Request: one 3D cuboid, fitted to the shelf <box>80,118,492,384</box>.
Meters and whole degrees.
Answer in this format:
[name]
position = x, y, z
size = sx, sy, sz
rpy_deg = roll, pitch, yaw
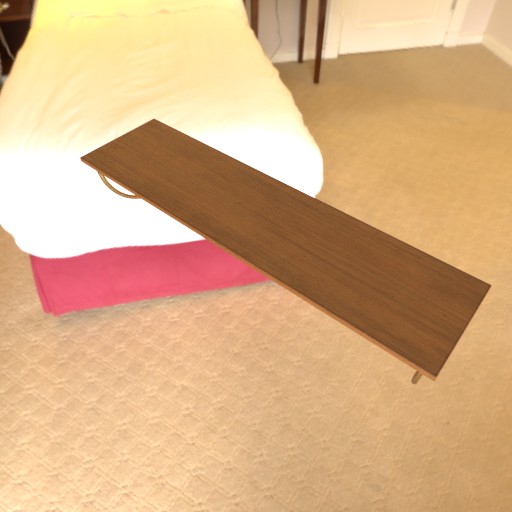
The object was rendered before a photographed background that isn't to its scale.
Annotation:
[shelf]
position = 0.000, 0.000, 0.723
size = 0.636, 0.190, 0.166
rpy_deg = 31, 54, 26
